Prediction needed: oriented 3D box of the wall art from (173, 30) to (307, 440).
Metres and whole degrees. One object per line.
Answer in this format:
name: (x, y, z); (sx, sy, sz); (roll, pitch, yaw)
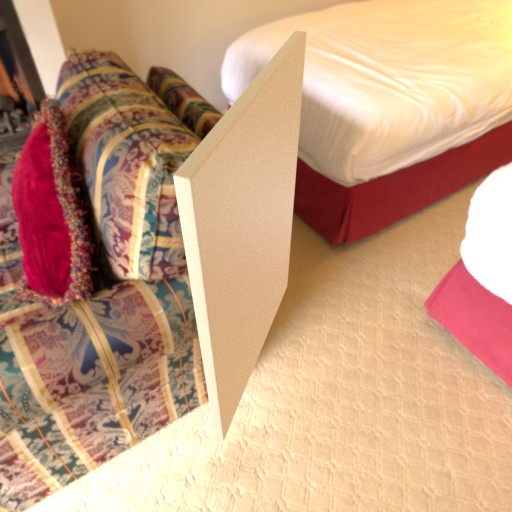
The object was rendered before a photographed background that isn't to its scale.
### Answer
wall art: (0.000, 0.000, 1.503); (0.038, 1.183, 0.808); (14, 47, 14)
